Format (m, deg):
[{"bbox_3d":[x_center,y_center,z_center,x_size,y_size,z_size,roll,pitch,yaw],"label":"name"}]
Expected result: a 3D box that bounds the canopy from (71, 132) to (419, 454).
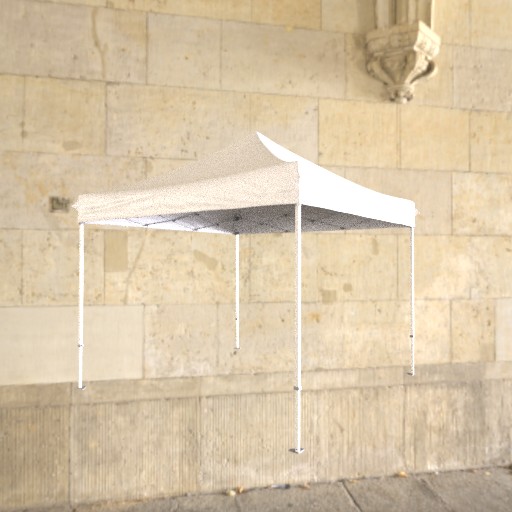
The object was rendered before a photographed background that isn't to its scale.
[{"bbox_3d":[0.000,0.000,5.338,2.994,2.998,2.996,0,-1,36],"label":"canopy"}]
